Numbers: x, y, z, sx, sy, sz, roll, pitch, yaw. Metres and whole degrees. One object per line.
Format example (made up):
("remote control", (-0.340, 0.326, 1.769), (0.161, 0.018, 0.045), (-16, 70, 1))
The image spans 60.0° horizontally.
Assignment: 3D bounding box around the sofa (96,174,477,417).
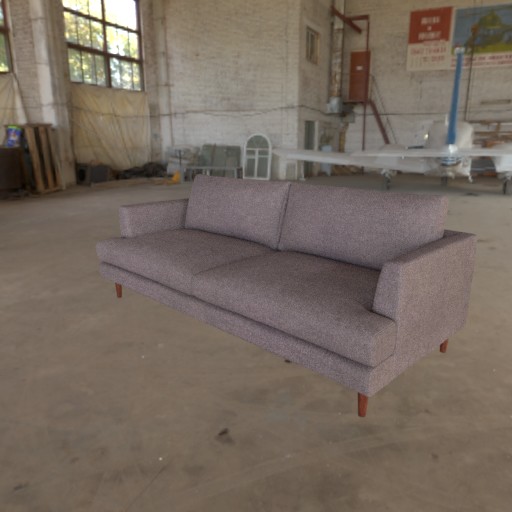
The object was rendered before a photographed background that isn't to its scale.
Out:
("sofa", (0.000, 0.000, 2.749), (2.250, 0.868, 1.020), (14, 20, 43))
